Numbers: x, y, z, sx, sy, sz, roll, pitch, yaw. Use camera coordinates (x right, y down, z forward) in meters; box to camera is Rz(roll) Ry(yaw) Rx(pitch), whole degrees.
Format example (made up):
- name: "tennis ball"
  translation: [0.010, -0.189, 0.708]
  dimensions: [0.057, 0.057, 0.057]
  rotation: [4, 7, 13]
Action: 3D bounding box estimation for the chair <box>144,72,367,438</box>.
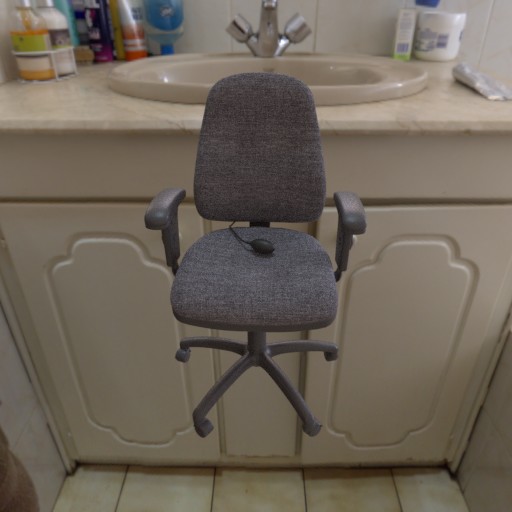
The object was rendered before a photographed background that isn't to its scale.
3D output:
- name: "chair"
  translation: [0.000, 0.000, 1.234]
  dimensions: [0.550, 0.910, 0.530]
  rotation: [2, 31, 3]
